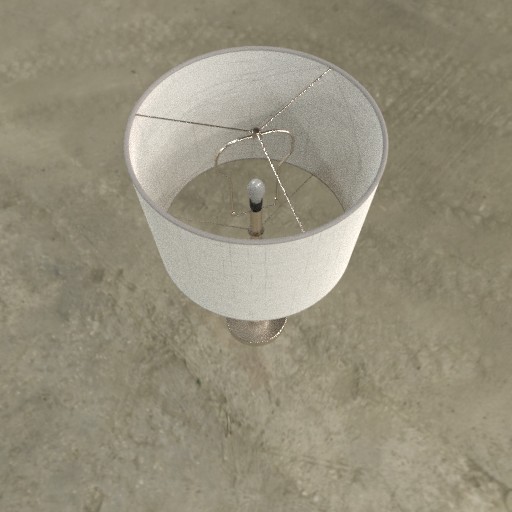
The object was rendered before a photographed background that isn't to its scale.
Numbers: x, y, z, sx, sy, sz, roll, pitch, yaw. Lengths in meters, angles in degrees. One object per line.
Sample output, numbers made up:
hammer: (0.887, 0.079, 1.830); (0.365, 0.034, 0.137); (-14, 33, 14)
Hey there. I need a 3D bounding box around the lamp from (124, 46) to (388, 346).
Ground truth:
lamp: (0.000, 0.000, 0.718); (0.282, 0.559, 0.280); (-17, 63, -9)
